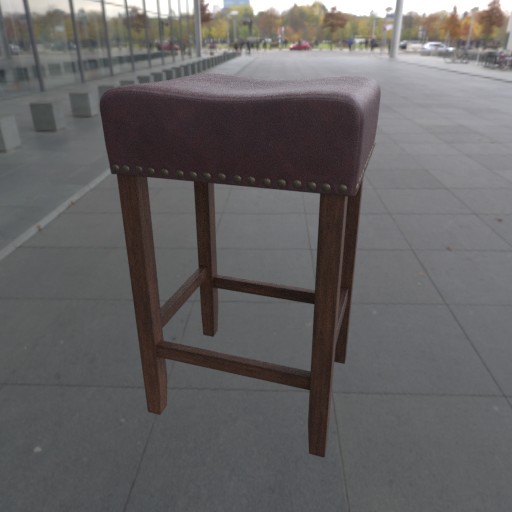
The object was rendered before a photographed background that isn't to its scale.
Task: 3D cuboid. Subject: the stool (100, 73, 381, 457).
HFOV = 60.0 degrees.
[{"bbox_3d":[0.000,0.000,1.041,0.465,0.769,0.401,8,27,16],"label":"stool"}]
